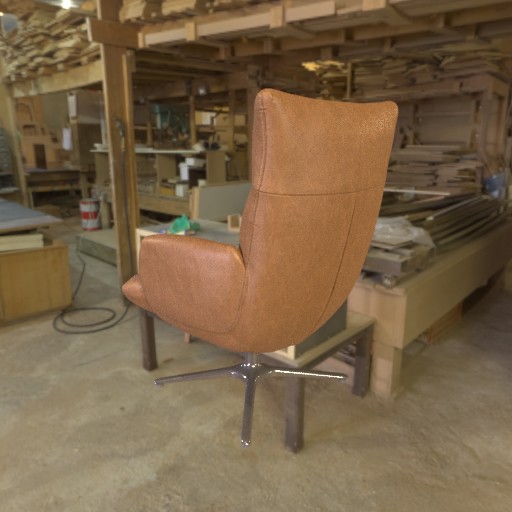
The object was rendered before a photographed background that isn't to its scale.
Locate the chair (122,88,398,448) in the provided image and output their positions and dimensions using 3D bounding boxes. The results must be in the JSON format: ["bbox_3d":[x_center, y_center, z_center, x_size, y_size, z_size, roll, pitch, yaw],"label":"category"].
[{"bbox_3d":[0.000,0.000,1.559,0.794,1.027,0.711,15,21,43],"label":"chair"}]
